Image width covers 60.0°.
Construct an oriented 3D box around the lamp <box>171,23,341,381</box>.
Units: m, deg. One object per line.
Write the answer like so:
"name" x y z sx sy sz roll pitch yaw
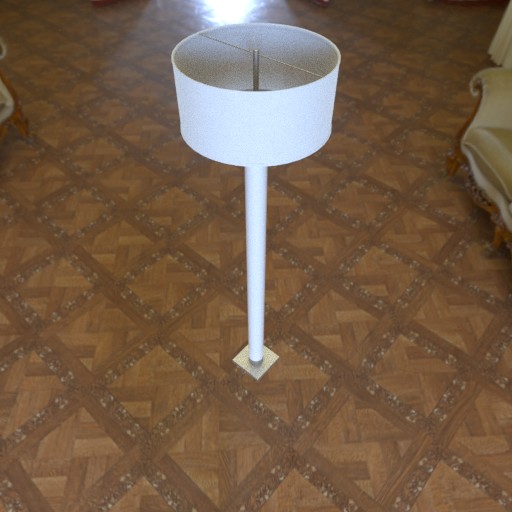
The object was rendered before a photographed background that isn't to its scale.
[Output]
"lamp" 0.000 0.000 1.626 0.420 1.475 0.420 32 54 27
